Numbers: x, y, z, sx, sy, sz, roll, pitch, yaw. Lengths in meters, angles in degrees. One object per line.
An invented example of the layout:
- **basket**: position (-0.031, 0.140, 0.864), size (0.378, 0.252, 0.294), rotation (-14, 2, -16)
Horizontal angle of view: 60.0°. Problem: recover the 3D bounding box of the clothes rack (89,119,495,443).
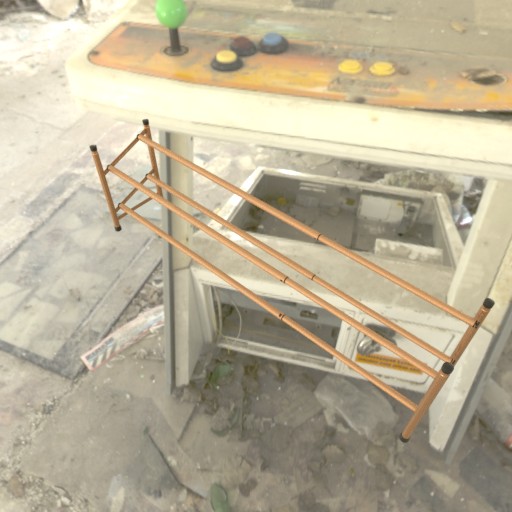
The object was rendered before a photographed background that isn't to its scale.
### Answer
- **clothes rack**: position (0.000, 0.000, 1.277), size (1.168, 0.349, 0.229), rotation (32, 54, 27)
